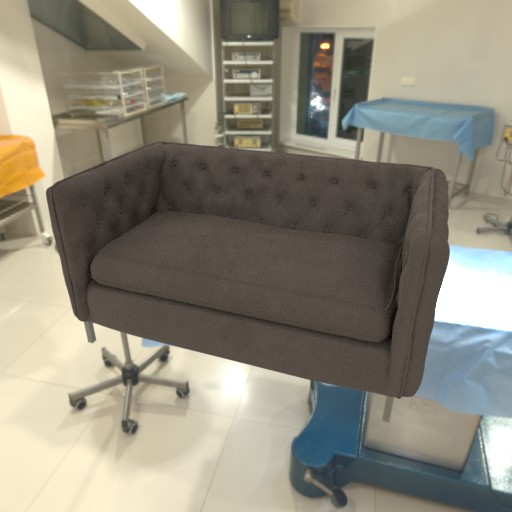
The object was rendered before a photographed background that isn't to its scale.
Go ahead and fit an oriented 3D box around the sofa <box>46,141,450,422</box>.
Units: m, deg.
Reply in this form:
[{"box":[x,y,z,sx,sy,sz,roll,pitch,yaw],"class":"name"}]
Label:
[{"box":[0.000,0.000,2.096,1.583,0.810,0.909,10,29,18],"class":"sofa"}]
